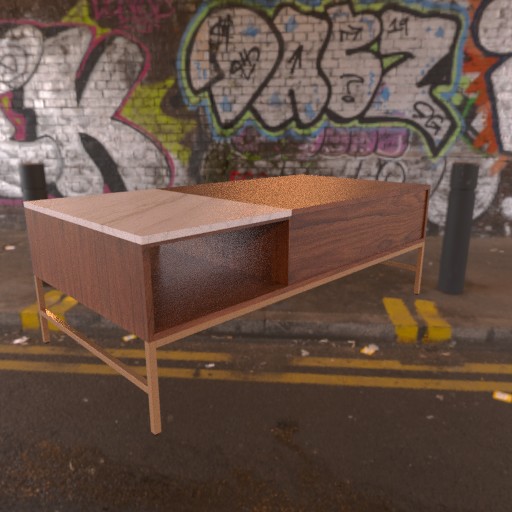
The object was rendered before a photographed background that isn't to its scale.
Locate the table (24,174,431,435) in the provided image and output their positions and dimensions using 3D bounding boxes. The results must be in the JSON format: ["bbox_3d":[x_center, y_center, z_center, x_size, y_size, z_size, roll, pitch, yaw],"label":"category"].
[{"bbox_3d":[0.000,0.000,1.913,0.789,0.551,1.553,15,21,43],"label":"table"}]
